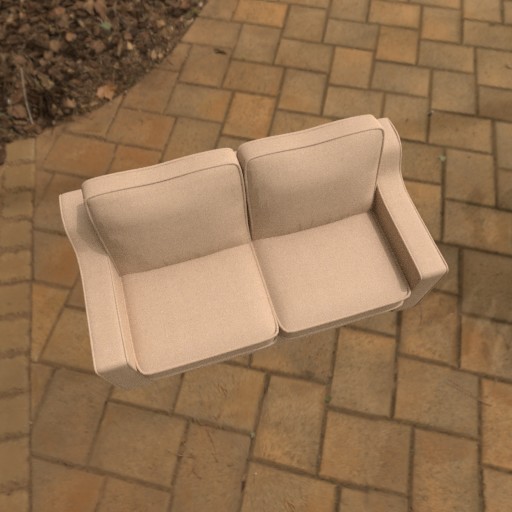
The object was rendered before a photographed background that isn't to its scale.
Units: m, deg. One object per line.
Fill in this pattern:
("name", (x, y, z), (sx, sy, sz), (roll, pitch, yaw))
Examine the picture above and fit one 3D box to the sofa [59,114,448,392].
("sofa", (0.000, 0.000, 3.511), (2.587, 1.562, 1.351), (-15, 65, -7))
